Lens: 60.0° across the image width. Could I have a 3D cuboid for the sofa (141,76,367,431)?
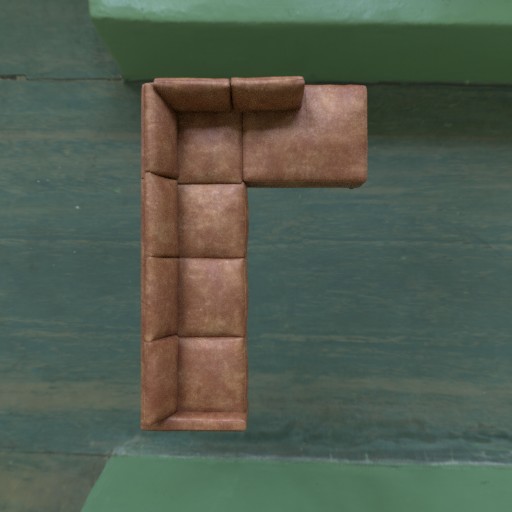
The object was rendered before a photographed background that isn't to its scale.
[{"bbox_3d":[0.000,0.000,3.930,1.938,0.877,2.984,0,90,2],"label":"sofa"}]
